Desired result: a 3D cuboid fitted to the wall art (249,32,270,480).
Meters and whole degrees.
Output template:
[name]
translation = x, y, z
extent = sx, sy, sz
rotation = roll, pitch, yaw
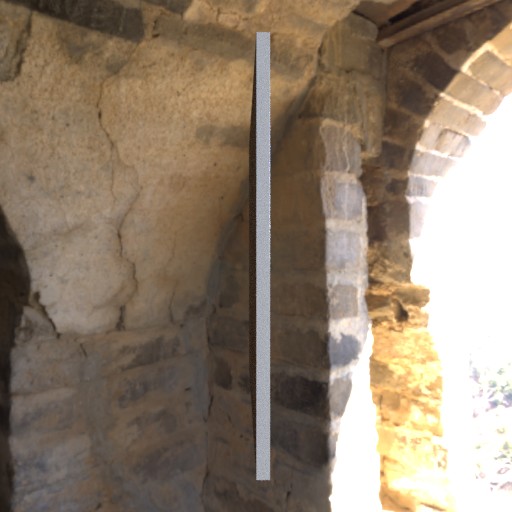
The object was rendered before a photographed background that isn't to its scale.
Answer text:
[wall art]
translation = 0.000, 0.000, 0.985
extent = 0.020, 0.661, 0.664
rotation = 0, 0, -2
